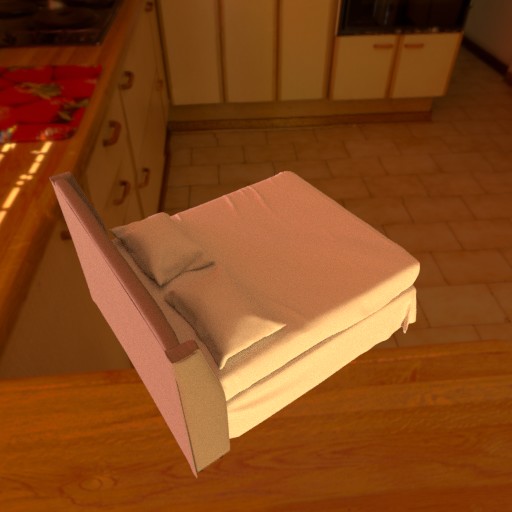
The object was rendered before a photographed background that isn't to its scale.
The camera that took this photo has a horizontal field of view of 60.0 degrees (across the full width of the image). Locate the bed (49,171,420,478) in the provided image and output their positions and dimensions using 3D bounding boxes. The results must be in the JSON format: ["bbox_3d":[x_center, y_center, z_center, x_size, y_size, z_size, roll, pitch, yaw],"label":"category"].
[{"bbox_3d":[0.000,0.000,3.468,2.276,1.332,1.925,-25,48,-25],"label":"bed"}]
